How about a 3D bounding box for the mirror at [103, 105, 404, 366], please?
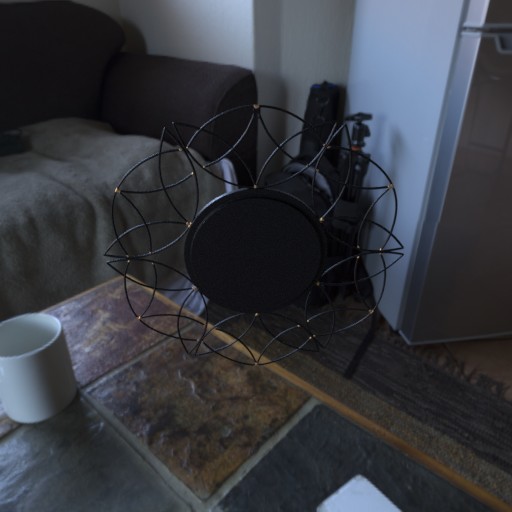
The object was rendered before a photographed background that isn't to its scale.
[{"bbox_3d":[0.000,0.000,1.172,0.797,0.775,0.028,-1,31,-2],"label":"mirror"}]
